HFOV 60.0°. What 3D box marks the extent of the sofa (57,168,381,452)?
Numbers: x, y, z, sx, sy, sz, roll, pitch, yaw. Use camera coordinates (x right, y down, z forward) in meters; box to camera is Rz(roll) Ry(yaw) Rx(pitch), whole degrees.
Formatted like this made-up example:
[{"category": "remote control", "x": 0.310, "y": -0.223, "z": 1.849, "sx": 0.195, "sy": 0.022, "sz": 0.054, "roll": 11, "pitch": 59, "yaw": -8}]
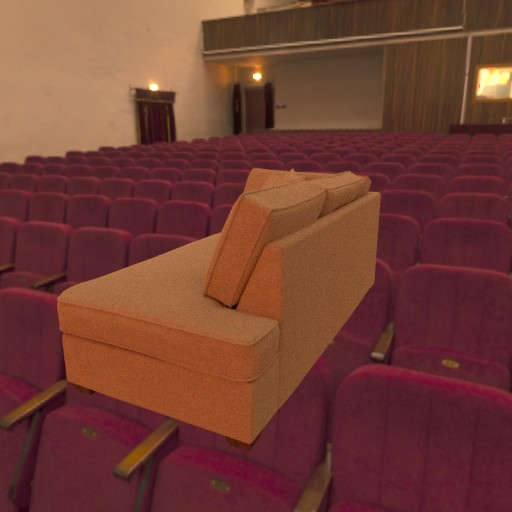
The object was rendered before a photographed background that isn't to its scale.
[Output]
[{"category": "sofa", "x": 0.000, "y": 0.000, "z": 2.826, "sx": 1.110, "sy": 1.033, "sz": 2.237, "roll": 8, "pitch": 17, "yaw": 26}]
